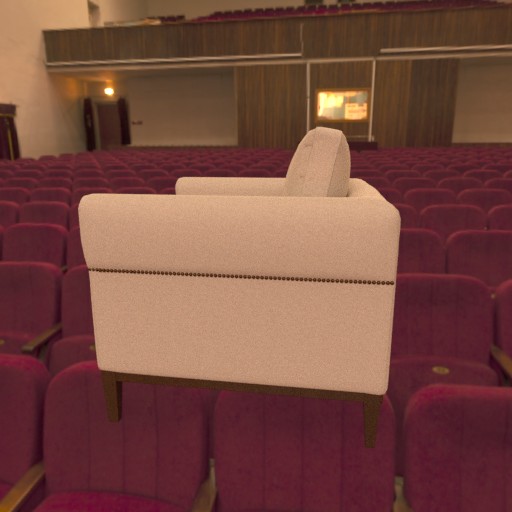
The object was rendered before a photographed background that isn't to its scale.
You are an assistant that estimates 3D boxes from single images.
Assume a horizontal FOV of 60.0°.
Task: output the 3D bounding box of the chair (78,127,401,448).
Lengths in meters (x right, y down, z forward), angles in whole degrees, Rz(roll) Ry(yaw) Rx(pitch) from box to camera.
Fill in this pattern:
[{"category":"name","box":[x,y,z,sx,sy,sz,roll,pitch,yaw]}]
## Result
[{"category":"chair","box":[0.000,0.000,1.686,0.896,0.915,0.982,2,14,9]}]
